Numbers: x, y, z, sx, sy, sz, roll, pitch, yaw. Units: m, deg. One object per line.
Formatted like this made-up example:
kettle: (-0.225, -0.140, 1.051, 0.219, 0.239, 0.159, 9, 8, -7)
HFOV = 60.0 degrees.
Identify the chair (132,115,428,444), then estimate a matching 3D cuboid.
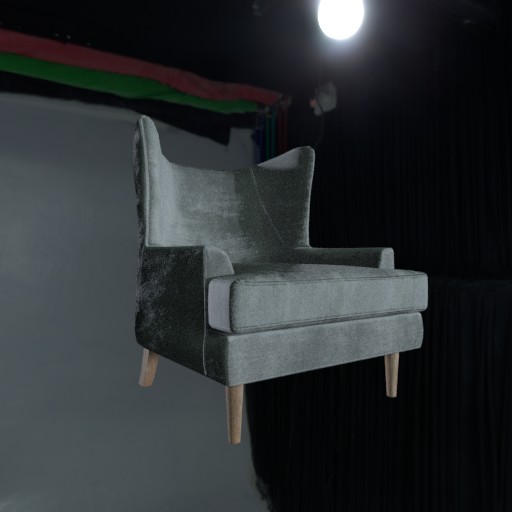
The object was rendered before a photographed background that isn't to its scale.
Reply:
chair: (0.000, 0.000, 1.605, 0.784, 0.950, 0.906, 0, 0, -35)
